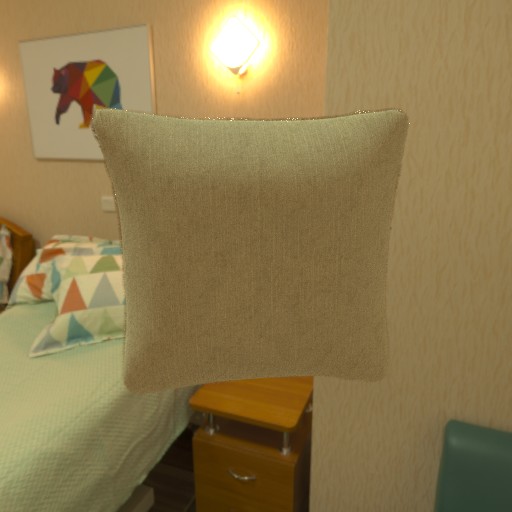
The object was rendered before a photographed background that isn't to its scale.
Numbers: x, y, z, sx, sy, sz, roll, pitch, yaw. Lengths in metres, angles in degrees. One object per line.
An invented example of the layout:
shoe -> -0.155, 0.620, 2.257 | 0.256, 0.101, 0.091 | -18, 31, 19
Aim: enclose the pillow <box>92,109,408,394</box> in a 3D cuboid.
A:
pillow -> 0.000, 0.000, 0.821 | 0.538, 0.525, 0.216 | -2, 15, -8
